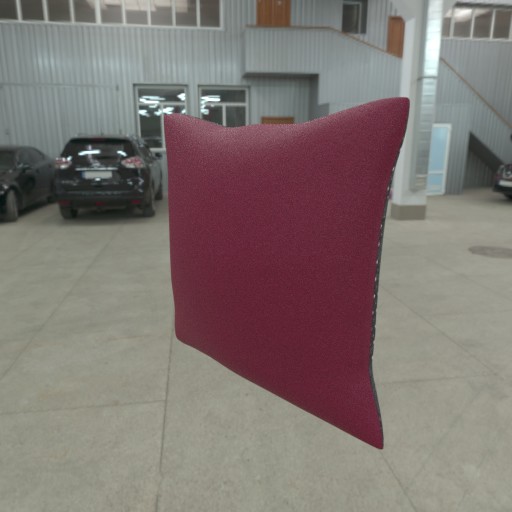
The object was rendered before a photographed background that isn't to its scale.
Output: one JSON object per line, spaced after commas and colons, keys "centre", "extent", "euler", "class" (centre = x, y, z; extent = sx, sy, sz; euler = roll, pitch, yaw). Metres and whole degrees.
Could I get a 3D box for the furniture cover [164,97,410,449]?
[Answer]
{"centre": [0.000, 0.000, 0.797], "extent": [0.193, 0.509, 0.552], "euler": [-14, 20, -42], "class": "furniture cover"}
